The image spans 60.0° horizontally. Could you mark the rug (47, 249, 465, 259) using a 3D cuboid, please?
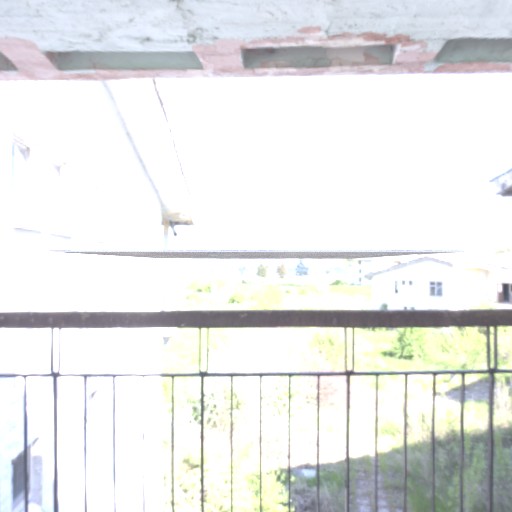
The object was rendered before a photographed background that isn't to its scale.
[{"bbox_3d":[0.000,0.000,4.073,2.423,0.014,3.040,0,-1,0],"label":"rug"}]
